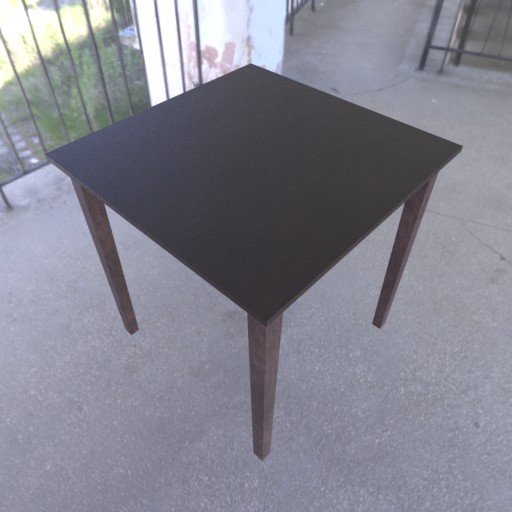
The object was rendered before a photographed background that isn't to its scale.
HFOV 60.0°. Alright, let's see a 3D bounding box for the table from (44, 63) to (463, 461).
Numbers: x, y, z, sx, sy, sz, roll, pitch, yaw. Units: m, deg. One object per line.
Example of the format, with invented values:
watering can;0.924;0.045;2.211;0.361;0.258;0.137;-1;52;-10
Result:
table;0.000;0.000;1.395;0.749;0.770;0.749;34;55;28
